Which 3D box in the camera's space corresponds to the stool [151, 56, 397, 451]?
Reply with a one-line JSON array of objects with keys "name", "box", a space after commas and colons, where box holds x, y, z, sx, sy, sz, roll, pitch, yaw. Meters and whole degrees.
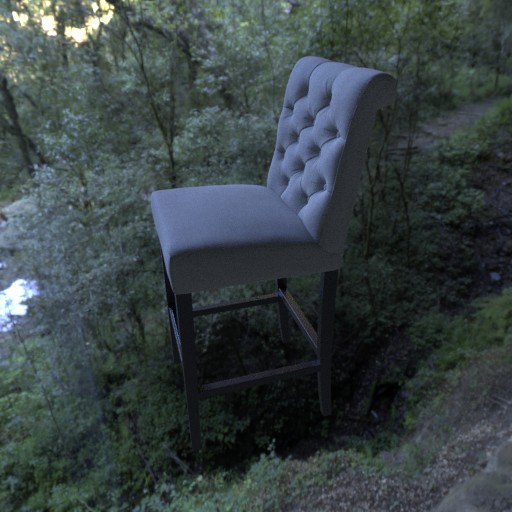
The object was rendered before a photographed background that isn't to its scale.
[{"name": "stool", "box": [0.000, 0.000, 1.435, 0.601, 1.140, 0.493, -9, 30, -15]}]
